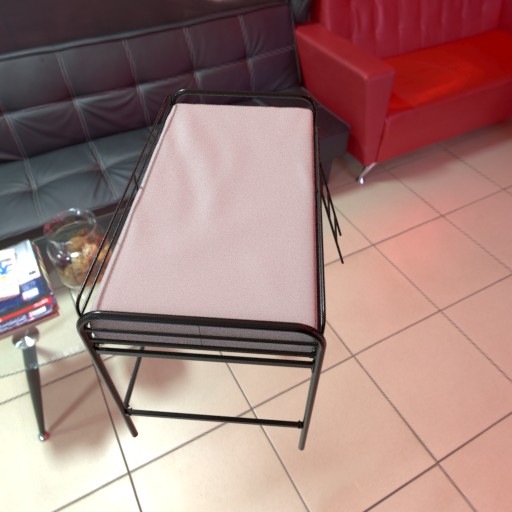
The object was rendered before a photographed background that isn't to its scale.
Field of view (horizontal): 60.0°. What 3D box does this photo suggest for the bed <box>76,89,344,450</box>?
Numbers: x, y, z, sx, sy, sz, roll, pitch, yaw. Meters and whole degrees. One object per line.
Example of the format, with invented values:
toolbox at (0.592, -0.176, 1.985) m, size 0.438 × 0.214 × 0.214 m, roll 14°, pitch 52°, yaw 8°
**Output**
bed at (0.000, 0.000, 2.892) m, size 1.393 × 1.289 × 1.968 m, roll 3°, pitch 47°, yaw 3°
